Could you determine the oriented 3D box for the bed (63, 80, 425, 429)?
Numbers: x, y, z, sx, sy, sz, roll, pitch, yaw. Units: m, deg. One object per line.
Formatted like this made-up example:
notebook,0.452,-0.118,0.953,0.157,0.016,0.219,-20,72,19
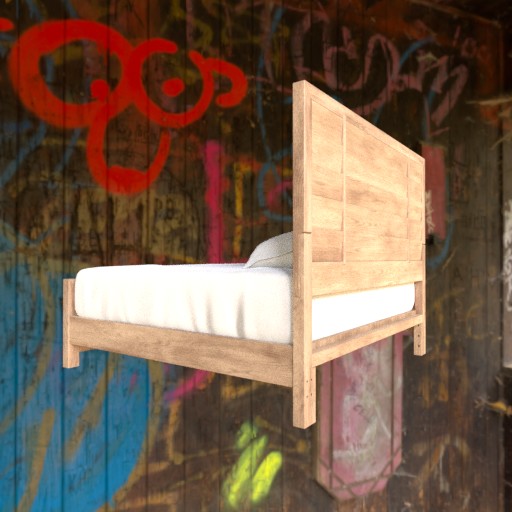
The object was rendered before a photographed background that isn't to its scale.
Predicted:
bed,0.000,0.000,3.476,2.032,1.626,2.032,0,-1,36
